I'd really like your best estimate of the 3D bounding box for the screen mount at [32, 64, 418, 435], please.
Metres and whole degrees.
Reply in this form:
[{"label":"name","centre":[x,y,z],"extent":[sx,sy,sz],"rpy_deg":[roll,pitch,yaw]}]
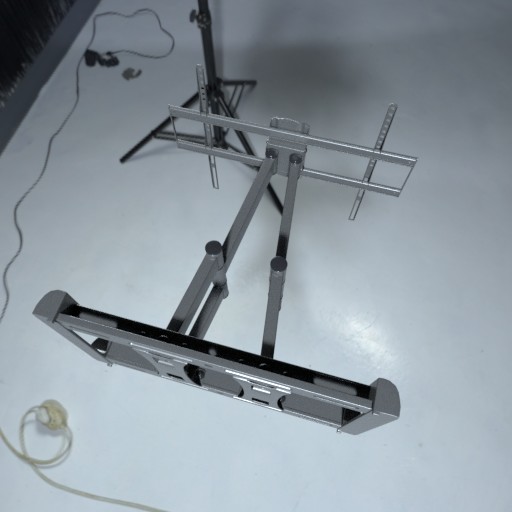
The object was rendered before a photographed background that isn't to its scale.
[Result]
[{"label":"screen mount","centre":[0.000,0.000,1.072],"extent":[0.661,0.491,0.644],"rpy_deg":[14,65,7]}]
